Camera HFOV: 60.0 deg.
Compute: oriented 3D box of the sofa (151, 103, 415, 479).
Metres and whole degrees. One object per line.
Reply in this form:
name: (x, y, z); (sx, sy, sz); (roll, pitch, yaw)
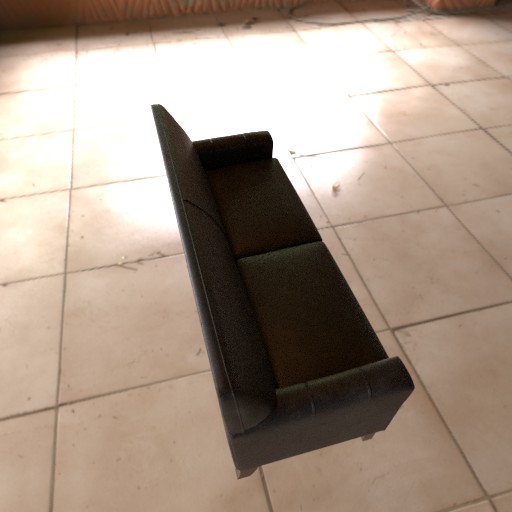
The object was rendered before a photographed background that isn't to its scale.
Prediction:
sofa: (0.000, 0.000, 2.471); (0.805, 0.947, 2.053); (-11, 46, -11)
